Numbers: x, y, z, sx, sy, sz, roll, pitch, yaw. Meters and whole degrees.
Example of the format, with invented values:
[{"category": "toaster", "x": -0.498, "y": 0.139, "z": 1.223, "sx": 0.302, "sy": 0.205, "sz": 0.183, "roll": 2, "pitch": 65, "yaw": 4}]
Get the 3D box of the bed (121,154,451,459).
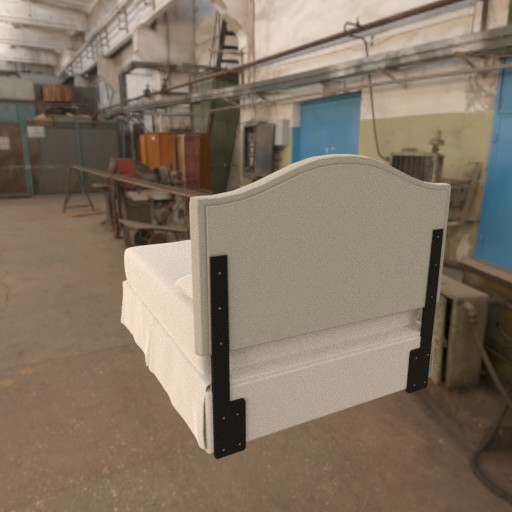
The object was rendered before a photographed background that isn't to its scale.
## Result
[{"category": "bed", "x": 0.000, "y": 0.000, "z": 3.507, "sx": 1.813, "sy": 1.607, "sz": 2.180, "roll": -7, "pitch": 16, "yaw": -27}]
